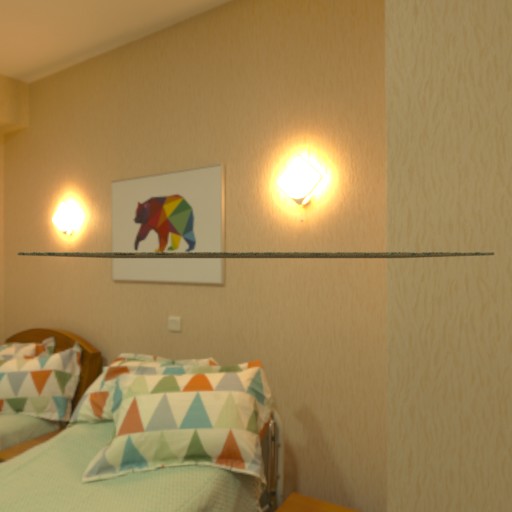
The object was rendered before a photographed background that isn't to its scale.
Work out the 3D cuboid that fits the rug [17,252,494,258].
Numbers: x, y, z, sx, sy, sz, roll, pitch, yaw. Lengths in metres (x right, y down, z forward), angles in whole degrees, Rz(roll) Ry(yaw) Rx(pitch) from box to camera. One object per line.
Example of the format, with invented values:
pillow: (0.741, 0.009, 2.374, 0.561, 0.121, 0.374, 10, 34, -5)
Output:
rug: (0.000, 0.000, 3.016, 2.439, 0.015, 1.524, 0, -1, 0)
